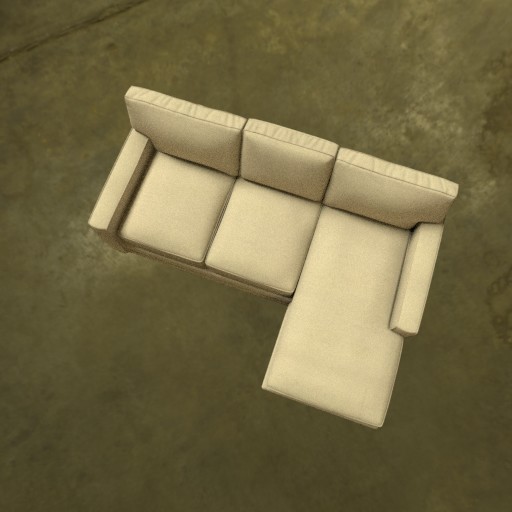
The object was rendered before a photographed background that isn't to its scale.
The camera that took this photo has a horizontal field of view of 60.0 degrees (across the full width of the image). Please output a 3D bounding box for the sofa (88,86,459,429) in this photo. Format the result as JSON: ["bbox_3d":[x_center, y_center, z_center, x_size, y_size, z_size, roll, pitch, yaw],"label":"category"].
[{"bbox_3d":[0.000,0.000,2.792,2.087,0.861,1.496,18,75,5],"label":"sofa"}]
